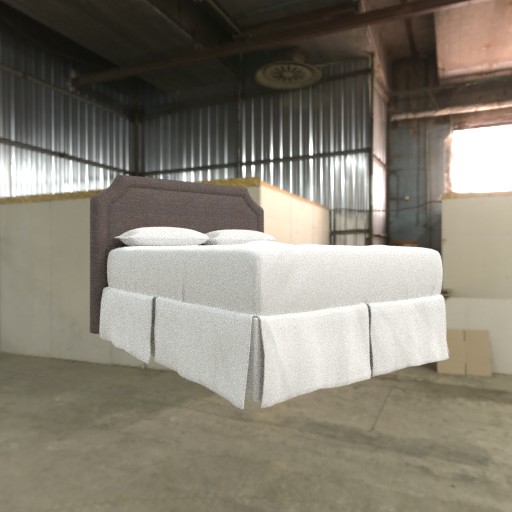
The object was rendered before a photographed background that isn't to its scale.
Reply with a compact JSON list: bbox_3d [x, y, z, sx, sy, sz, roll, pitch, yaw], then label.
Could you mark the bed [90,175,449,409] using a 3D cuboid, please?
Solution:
[{"bbox_3d":[0.000,0.000,3.148,1.693,1.290,2.116,-1,1,-37],"label":"bed"}]
